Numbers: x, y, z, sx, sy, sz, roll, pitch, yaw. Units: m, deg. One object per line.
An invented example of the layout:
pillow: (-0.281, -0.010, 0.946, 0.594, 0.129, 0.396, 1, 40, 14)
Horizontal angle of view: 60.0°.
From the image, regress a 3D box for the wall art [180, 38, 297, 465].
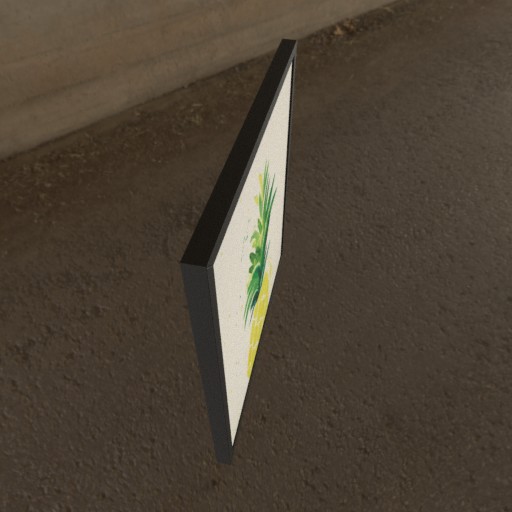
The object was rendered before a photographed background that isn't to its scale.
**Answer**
wall art: (0.000, 0.000, 1.110, 0.037, 0.760, 0.762, 9, 48, 9)
